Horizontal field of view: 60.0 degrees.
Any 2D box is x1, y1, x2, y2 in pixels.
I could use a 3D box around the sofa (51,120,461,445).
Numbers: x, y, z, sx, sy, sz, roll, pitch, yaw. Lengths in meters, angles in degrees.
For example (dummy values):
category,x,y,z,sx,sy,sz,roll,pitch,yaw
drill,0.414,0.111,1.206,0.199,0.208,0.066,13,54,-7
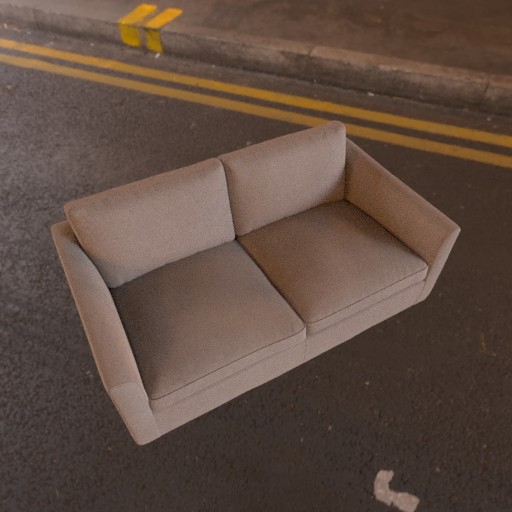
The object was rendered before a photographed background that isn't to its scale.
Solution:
category,x,y,z,sx,sy,sz,roll,pitch,yaw
sofa,0.000,0.000,2.493,1.905,0.839,1.091,-22,50,-20
